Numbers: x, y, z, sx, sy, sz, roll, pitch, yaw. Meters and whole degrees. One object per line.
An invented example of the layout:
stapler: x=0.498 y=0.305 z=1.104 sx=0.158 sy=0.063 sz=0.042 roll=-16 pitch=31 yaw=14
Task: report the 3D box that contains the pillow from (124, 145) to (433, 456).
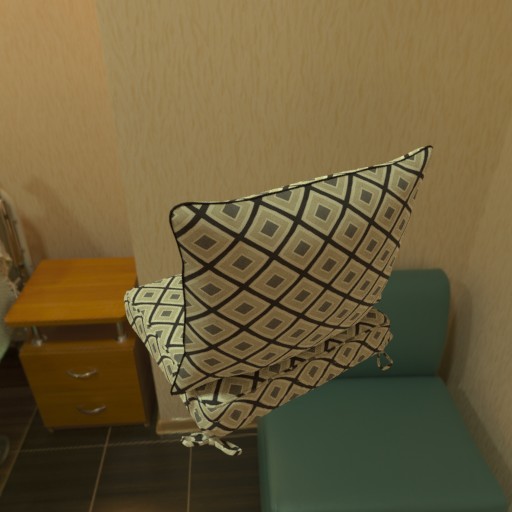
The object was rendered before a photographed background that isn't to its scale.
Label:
pillow: x=0.000 y=0.000 z=1.379 sx=0.798 sy=0.722 sz=0.733 roll=-18 pitch=35 yaw=-29
